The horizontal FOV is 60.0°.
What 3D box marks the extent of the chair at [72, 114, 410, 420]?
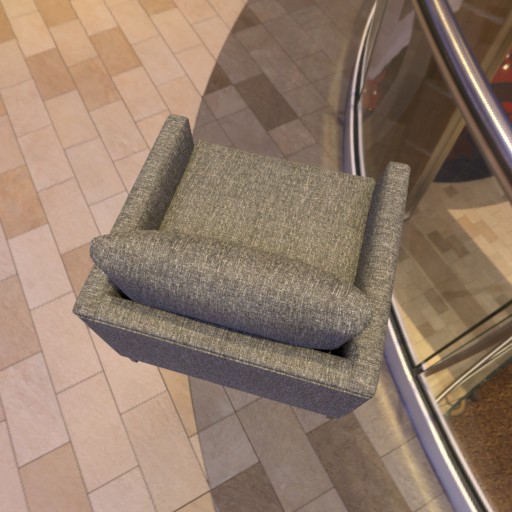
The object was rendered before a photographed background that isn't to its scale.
[{"bbox_3d":[0.000,0.000,1.643,0.963,0.861,0.866,14,64,7],"label":"chair"}]
